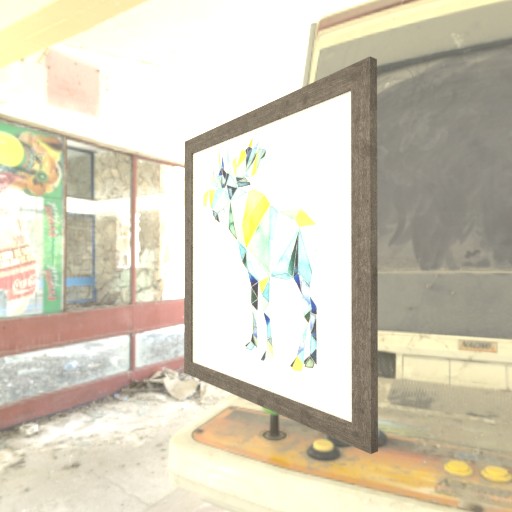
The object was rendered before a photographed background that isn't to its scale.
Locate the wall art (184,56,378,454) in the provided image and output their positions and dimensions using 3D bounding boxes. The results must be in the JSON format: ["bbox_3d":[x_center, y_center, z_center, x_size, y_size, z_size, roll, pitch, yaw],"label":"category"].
[{"bbox_3d":[0.000,0.000,0.696,0.013,0.457,0.457,0,-1,-37],"label":"wall art"}]
